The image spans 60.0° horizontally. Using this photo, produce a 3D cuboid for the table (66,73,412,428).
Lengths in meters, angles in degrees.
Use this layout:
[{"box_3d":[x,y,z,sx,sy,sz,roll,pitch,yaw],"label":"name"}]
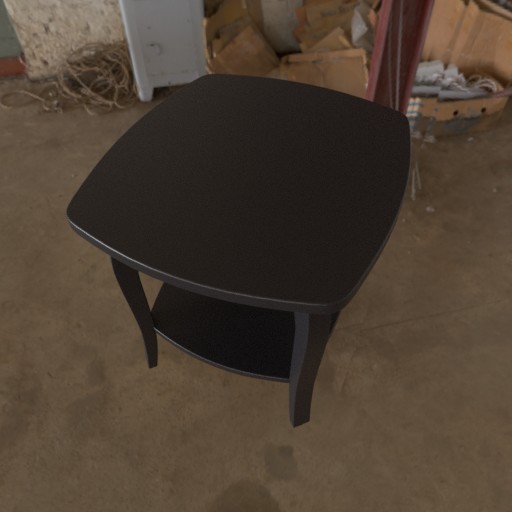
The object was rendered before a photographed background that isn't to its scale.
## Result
[{"box_3d":[0.000,0.000,0.856,0.457,0.457,0.508,17,51,15],"label":"table"}]
